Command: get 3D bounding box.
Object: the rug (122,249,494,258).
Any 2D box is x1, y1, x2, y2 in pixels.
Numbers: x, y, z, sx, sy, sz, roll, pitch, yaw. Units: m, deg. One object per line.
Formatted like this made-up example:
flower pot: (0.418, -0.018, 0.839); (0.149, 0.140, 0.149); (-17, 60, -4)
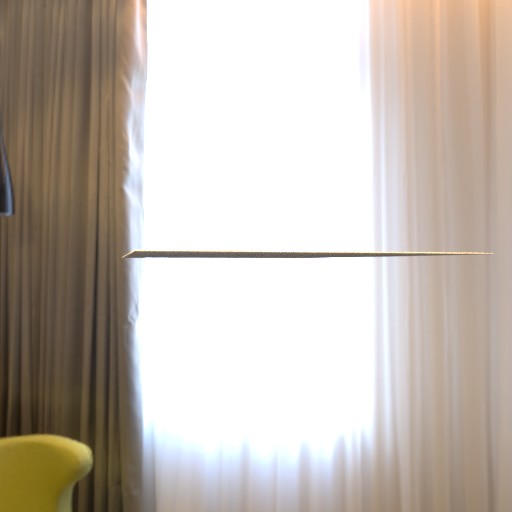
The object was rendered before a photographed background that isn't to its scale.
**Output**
rug: (0.000, 0.000, 2.028); (1.146, 0.006, 1.556); (0, -1, -18)
